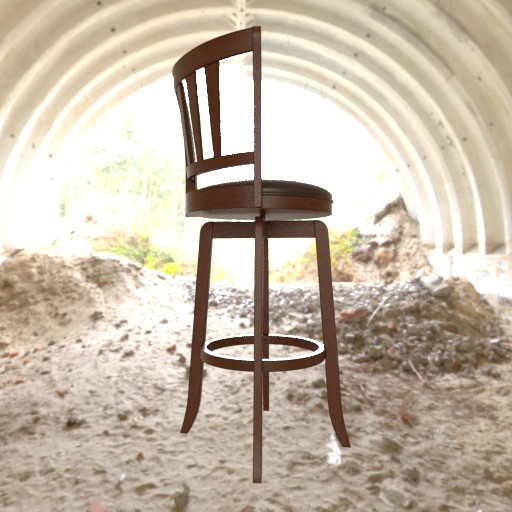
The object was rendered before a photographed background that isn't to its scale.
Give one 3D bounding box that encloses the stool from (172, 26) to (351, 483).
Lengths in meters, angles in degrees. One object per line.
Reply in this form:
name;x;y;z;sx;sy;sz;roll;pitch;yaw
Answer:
stool;0.000;0.000;1.406;0.503;1.177;0.464;0;0;-37
